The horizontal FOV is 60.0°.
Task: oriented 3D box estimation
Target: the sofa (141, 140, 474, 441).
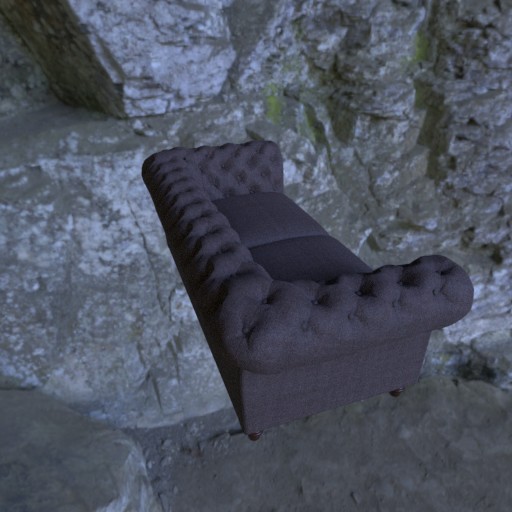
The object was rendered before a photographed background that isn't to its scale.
[{"bbox_3d":[0.000,0.000,2.396,0.944,0.780,2.048,-10,31,-17],"label":"sofa"}]
